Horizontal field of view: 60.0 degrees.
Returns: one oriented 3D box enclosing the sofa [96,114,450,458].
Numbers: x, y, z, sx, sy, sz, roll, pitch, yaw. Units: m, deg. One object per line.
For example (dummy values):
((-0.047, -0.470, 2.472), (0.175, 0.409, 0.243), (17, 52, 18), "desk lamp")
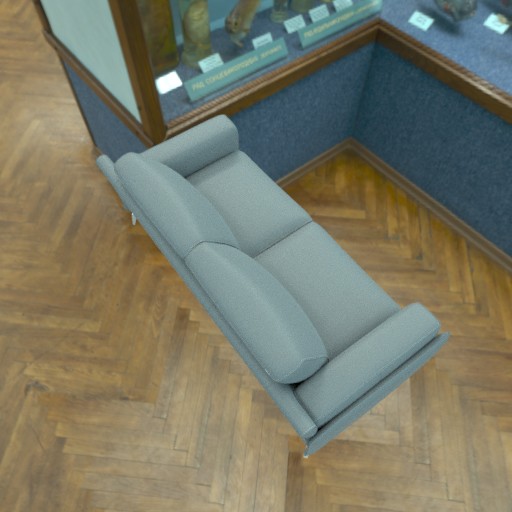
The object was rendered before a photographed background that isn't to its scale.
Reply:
((0.000, 0.000, 2.654), (0.969, 0.900, 2.100), (-32, 63, -19), "sofa")
